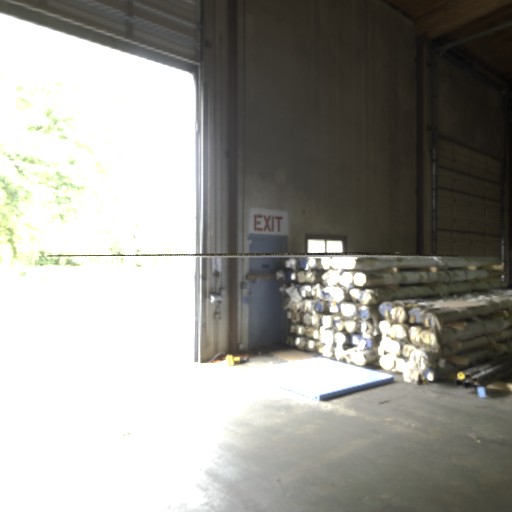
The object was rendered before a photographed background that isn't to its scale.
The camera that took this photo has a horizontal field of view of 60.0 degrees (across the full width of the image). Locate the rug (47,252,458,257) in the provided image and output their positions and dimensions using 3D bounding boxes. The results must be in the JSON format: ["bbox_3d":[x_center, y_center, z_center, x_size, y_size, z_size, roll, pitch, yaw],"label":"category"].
[{"bbox_3d":[0.000,0.000,4.009,2.932,0.015,2.315,0,0,36],"label":"rug"}]
